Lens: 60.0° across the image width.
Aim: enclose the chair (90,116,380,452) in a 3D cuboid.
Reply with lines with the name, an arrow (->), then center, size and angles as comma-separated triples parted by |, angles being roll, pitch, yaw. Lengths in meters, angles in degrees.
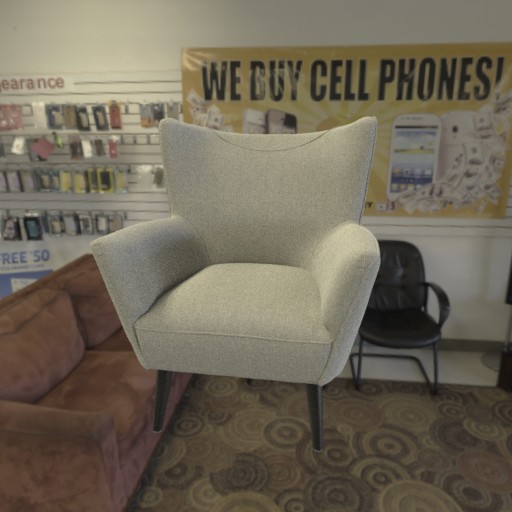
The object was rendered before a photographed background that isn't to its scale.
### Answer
chair -> 0.000, 0.000, 1.536 | 0.781, 0.933, 0.888 | 3, 16, 10
